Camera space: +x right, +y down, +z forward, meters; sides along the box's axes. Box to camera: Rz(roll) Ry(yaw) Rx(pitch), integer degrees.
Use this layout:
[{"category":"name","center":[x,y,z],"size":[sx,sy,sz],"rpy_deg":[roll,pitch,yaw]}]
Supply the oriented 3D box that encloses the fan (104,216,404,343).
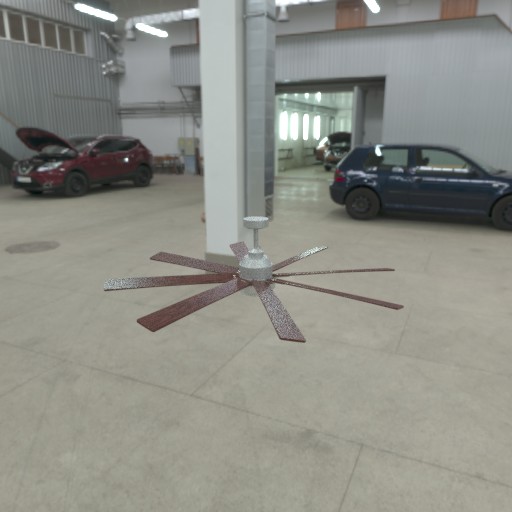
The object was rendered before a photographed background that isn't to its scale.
[{"category":"fan","center":[0.000,0.000,2.762],"size":[1.830,0.472,1.830],"rpy_deg":[-3,15,-10]}]
